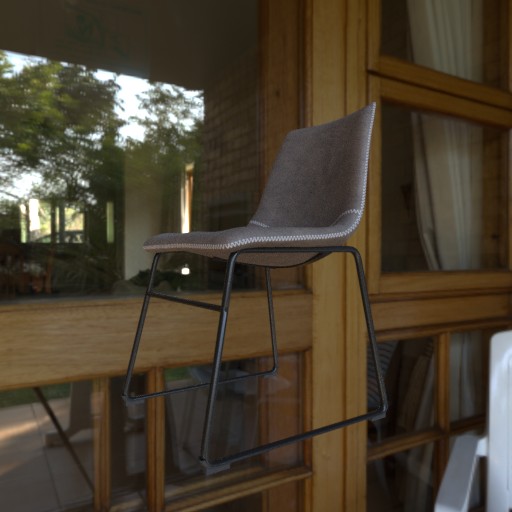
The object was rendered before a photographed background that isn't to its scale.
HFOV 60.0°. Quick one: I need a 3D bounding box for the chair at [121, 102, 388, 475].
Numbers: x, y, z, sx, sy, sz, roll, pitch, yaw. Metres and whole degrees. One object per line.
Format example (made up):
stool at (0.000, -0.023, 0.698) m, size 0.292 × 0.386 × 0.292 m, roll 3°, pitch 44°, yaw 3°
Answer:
chair at (0.000, 0.000, 1.122) m, size 0.550 × 0.780 × 0.460 m, roll 0°, pitch 1°, yaw -35°
